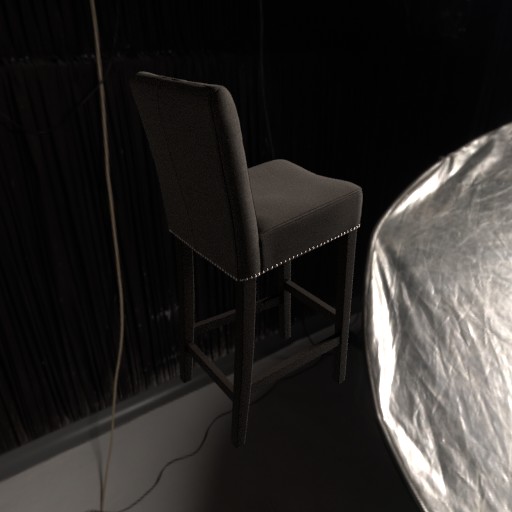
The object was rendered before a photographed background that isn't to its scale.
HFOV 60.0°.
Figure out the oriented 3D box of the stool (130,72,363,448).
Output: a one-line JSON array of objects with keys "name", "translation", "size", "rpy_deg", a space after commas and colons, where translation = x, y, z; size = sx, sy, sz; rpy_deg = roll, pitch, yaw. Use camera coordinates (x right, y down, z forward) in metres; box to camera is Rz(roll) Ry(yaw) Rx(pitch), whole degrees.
[{"name": "stool", "translation": [0.000, 0.000, 1.359], "size": [0.548, 1.047, 0.411], "rpy_deg": [-19, 33, -31]}]
